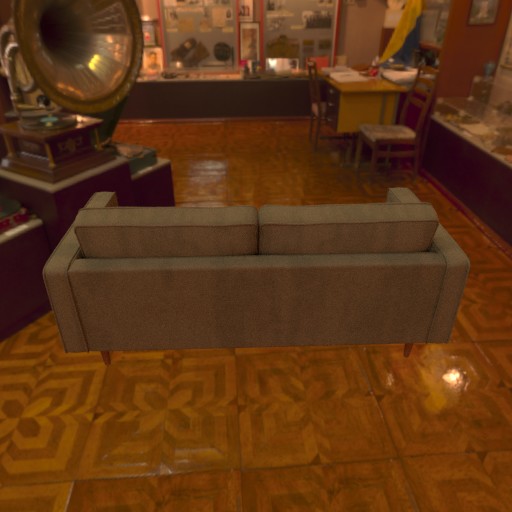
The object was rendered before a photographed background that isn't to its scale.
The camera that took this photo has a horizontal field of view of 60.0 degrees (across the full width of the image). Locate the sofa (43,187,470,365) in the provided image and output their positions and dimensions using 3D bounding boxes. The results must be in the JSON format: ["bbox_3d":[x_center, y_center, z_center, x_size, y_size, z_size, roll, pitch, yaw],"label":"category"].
[{"bbox_3d":[0.000,0.000,2.425,1.920,0.825,0.924,-1,31,-2],"label":"sofa"}]
